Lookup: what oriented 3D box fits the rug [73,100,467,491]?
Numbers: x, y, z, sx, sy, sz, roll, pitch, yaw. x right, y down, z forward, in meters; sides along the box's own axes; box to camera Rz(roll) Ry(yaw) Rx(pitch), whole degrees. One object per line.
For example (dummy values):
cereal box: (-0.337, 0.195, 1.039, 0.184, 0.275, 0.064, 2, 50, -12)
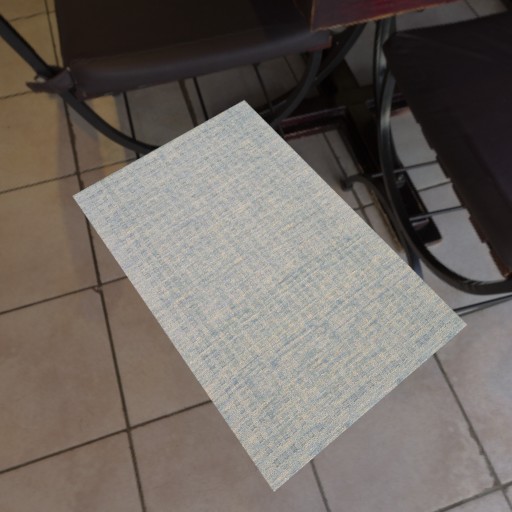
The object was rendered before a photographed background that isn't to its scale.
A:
rug: (0.000, 0.000, 2.222, 1.142, 0.006, 1.752, -34, 69, -15)
